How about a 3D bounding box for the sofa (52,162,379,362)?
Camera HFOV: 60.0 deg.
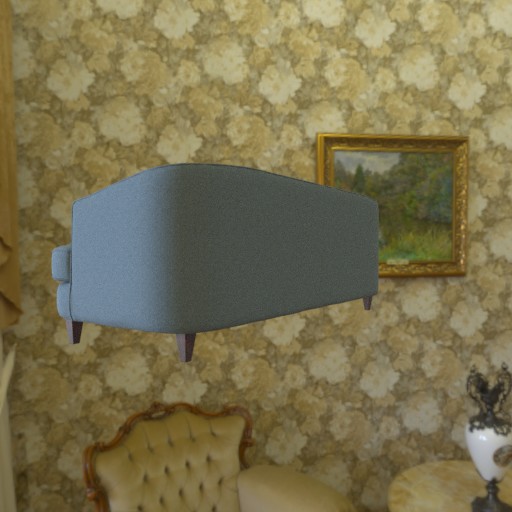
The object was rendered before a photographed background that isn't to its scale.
[{"bbox_3d":[0.000,0.000,2.851,0.941,0.855,2.278,1,1,37],"label":"sofa"}]
